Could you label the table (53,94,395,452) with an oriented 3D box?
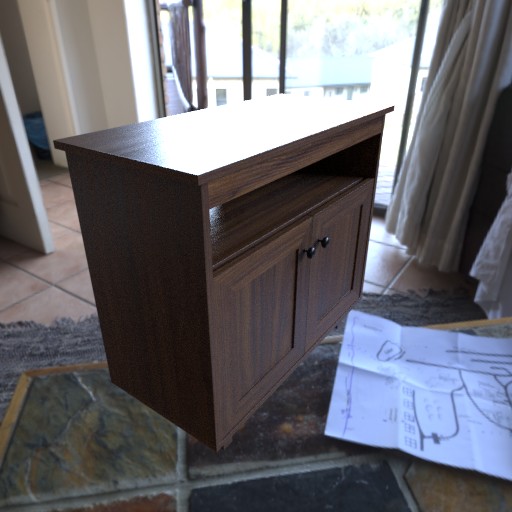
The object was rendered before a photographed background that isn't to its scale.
[{"bbox_3d":[0.000,0.000,1.212,0.390,0.725,0.802,19,33,32],"label":"table"}]
